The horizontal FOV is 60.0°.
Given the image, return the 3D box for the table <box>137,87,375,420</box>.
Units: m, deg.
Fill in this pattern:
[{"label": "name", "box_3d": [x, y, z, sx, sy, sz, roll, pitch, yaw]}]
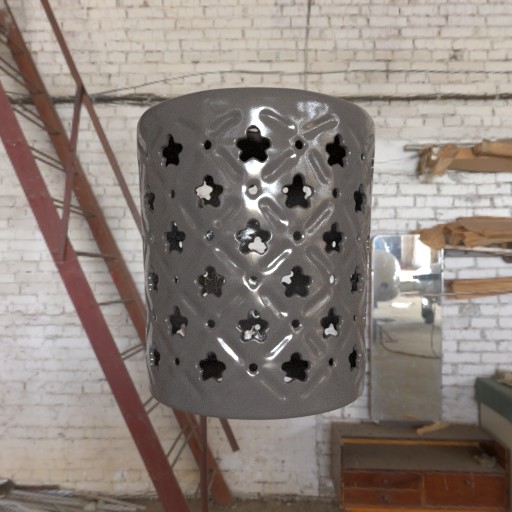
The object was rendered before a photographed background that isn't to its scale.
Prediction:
[{"label": "table", "box_3d": [0.000, 0.000, 0.669, 0.352, 0.387, 0.352, 0, -1, 0]}]
